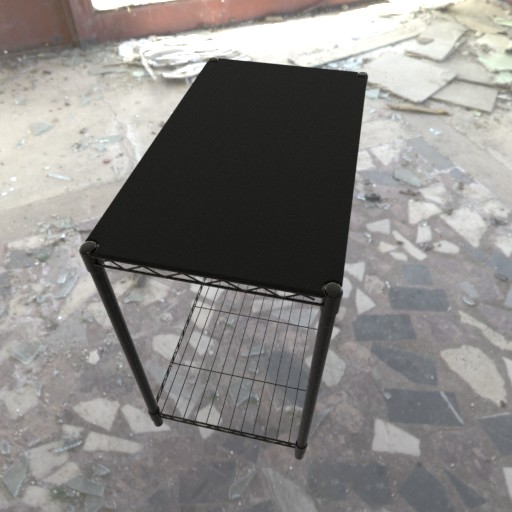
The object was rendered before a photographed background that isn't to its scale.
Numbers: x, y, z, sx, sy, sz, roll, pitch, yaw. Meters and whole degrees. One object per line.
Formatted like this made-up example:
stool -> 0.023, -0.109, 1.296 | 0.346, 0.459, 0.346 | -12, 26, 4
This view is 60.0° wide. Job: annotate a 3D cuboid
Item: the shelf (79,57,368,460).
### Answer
shelf -> 0.000, 0.000, 0.936 | 0.338, 0.564, 0.589 | 9, 48, 9
